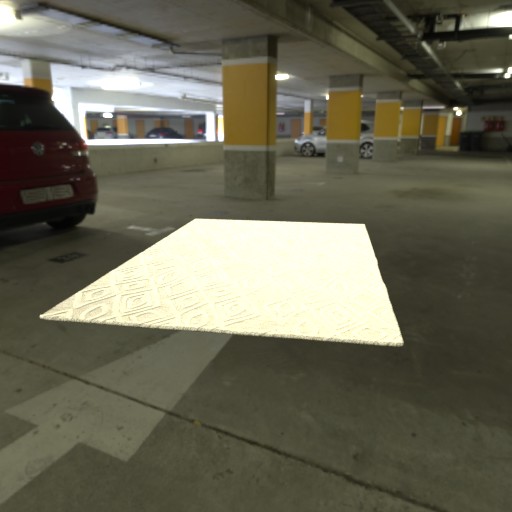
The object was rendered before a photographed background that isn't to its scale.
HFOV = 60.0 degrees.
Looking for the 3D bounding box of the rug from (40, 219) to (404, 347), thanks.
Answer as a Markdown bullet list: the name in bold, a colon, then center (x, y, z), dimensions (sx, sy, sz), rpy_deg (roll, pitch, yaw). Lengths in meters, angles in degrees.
- **rug**: center (0.000, 0.000, 2.302), dimensions (1.224, 0.016, 1.832), rpy_deg (3, 16, 9)
